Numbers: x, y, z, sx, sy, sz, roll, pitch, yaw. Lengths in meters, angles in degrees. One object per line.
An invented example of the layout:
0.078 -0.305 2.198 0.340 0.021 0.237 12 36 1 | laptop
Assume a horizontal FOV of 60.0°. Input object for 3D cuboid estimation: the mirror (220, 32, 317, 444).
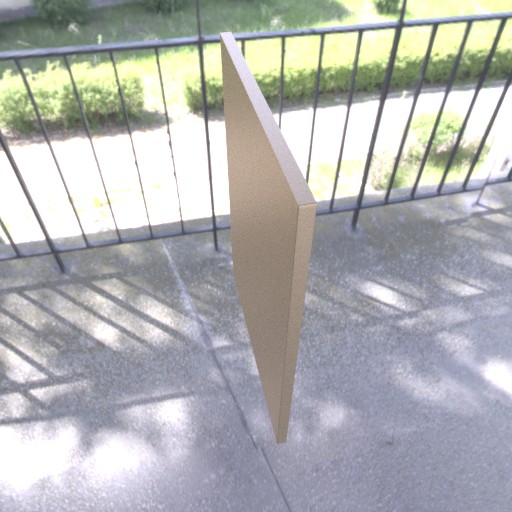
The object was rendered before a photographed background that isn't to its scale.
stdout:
0.000 0.000 1.345 0.032 1.023 0.756 -9 47 -9 | mirror
